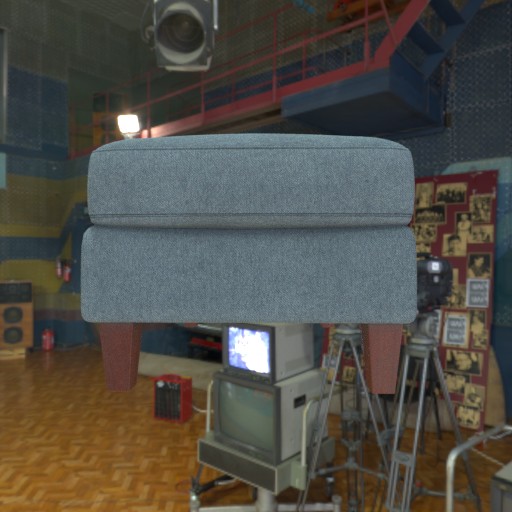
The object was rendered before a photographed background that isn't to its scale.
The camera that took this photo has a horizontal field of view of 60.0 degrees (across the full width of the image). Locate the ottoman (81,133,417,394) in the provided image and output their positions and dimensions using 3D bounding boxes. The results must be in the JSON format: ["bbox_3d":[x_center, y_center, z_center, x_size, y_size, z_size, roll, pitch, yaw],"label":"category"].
[{"bbox_3d":[0.000,0.000,1.166,0.584,0.483,0.864,0,0,2],"label":"ottoman"}]
